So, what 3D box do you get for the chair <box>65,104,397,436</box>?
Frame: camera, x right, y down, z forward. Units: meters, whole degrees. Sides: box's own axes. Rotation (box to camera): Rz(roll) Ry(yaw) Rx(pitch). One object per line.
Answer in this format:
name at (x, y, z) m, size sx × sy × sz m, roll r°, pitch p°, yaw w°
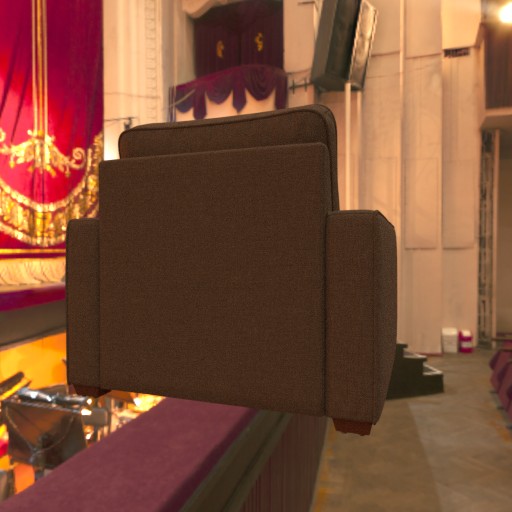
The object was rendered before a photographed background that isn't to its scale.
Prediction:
chair at (0.000, 0.000, 1.704) m, size 1.017 × 0.919 × 0.940 m, roll 0°, pitch 1°, yaw 20°
